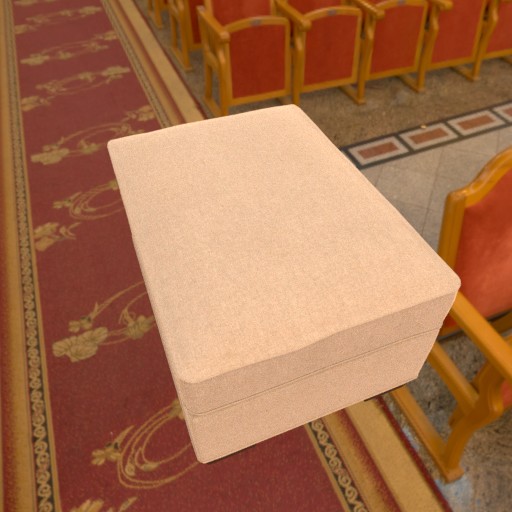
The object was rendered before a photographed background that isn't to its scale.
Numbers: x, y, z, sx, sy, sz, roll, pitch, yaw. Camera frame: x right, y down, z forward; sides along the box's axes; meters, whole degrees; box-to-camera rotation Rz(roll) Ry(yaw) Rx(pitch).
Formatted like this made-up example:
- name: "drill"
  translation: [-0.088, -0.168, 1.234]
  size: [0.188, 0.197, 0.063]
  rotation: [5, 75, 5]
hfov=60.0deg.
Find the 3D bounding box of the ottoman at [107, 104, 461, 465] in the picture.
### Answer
- name: "ottoman"
  translation: [0.000, 0.000, 1.244]
  size: [0.617, 0.503, 0.846]
  rotation: [-16, 48, -15]
